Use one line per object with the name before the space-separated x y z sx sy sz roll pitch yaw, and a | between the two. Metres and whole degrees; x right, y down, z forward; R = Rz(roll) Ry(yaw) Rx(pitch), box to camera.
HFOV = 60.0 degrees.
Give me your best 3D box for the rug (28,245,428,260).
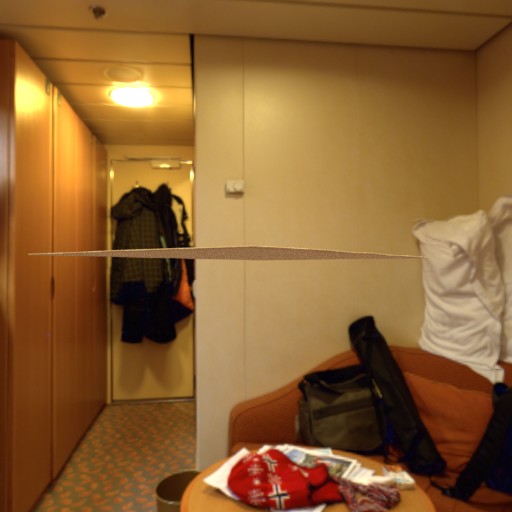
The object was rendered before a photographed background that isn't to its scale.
rug | 0.000 0.000 4.435 2.452 0.020 3.365 -1 -2 36
